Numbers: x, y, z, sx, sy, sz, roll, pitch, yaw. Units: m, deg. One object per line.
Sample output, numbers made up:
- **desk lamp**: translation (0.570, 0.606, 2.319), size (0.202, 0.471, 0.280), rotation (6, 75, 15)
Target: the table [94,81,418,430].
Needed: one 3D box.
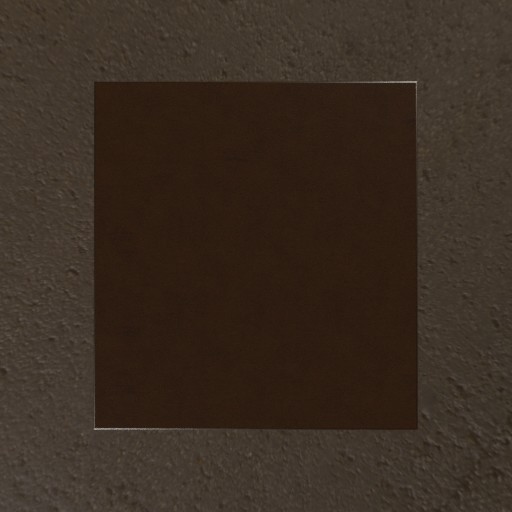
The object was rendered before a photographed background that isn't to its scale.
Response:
- **table**: translation (0.000, 0.000, 1.040), size (0.560, 0.562, 0.602), rotation (0, 90, 0)
